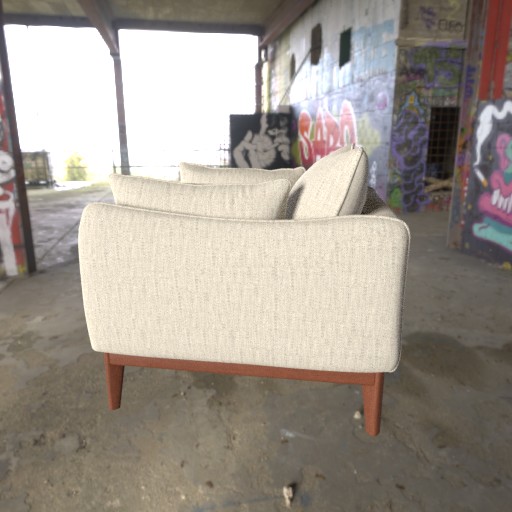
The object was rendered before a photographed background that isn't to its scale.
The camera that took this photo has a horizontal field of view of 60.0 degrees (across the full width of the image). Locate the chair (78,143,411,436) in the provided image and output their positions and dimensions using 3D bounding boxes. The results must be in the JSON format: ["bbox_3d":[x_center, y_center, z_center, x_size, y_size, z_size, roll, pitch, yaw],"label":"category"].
[{"bbox_3d":[0.000,0.000,1.733,0.991,0.855,0.994,2,15,9],"label":"chair"}]
